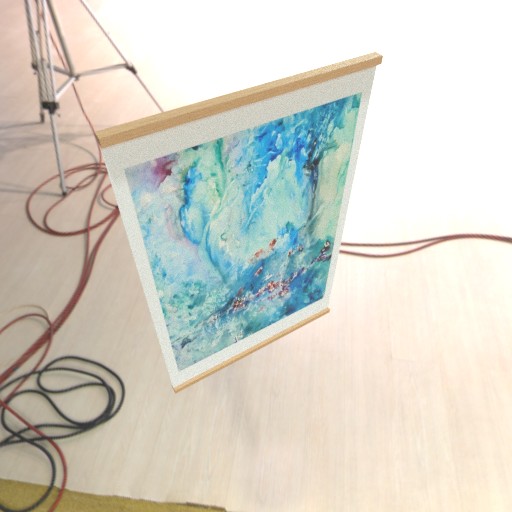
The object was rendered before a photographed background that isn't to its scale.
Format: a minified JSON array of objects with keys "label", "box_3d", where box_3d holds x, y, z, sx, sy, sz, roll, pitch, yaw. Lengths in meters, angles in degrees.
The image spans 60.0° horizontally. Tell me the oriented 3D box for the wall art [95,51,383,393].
[{"label":"wall art","box_3d":[0.000,0.000,0.773,0.401,0.611,0.016,-24,52,-20]}]
